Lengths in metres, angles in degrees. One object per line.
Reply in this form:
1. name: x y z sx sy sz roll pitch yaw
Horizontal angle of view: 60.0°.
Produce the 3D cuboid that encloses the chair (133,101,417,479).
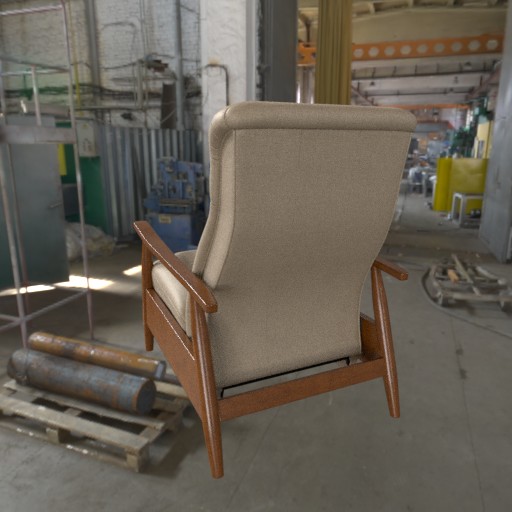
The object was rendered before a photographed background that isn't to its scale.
1. chair: 0.000 0.000 1.766 0.762 1.082 1.032 -7 16 -25
